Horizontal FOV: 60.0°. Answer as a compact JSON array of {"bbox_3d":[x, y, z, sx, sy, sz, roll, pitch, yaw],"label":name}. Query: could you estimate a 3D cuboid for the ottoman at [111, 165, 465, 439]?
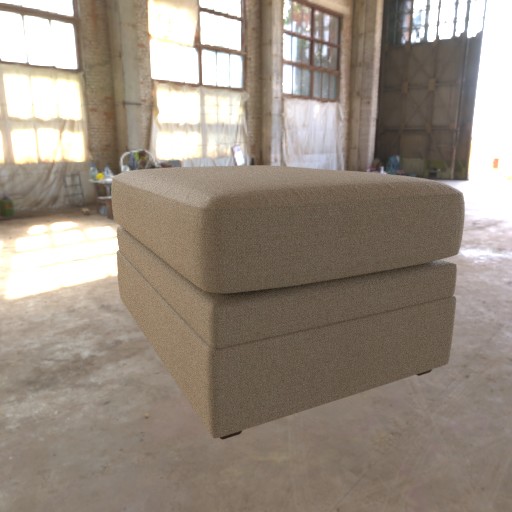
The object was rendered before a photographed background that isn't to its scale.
[{"bbox_3d":[0.000,0.000,1.234,0.637,0.478,0.885,-7,16,-27],"label":"ottoman"}]
